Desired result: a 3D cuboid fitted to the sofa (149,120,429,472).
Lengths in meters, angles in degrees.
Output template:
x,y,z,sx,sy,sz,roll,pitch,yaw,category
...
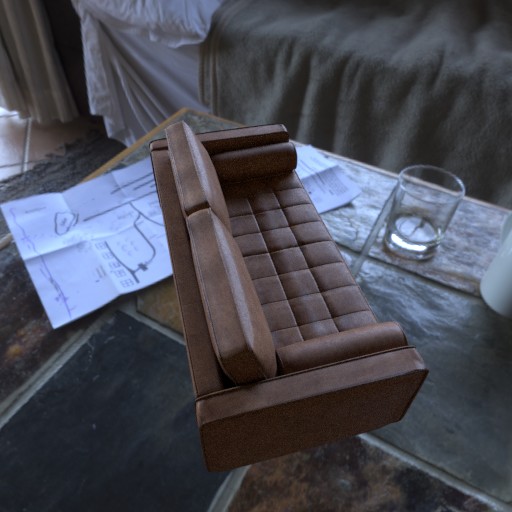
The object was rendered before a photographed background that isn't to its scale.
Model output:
x,y,z,sx,sy,sz,roll,pitch,yaw,category
0.000,0.000,2.395,0.924,0.825,1.920,-11,47,-10,sofa
